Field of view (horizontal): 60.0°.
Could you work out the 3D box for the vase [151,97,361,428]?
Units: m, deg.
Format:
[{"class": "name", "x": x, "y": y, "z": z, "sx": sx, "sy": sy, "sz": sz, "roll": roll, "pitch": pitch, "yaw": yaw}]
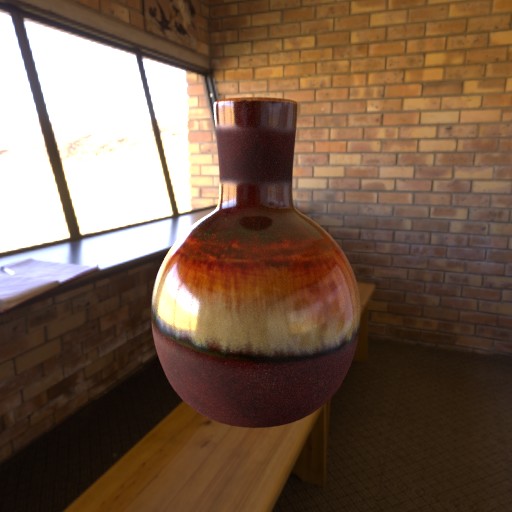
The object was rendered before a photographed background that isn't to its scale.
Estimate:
[{"class": "vase", "x": 0.000, "y": 0.000, "z": 0.234, "sx": 0.111, "sy": 0.154, "sz": 0.111, "roll": 0, "pitch": 13, "yaw": 0}]
